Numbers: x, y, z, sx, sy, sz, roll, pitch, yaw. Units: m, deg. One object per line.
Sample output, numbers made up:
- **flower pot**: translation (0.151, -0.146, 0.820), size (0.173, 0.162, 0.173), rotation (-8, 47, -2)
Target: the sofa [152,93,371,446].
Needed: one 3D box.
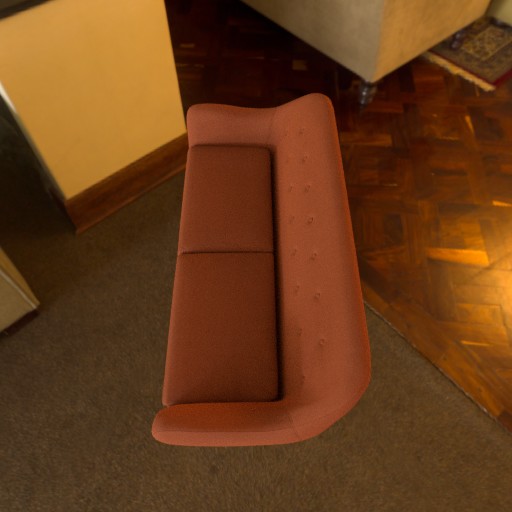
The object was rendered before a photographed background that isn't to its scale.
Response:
- **sofa**: translation (0.000, 0.000, 2.268), size (0.820, 0.836, 1.840), rotation (0, 58, 0)
